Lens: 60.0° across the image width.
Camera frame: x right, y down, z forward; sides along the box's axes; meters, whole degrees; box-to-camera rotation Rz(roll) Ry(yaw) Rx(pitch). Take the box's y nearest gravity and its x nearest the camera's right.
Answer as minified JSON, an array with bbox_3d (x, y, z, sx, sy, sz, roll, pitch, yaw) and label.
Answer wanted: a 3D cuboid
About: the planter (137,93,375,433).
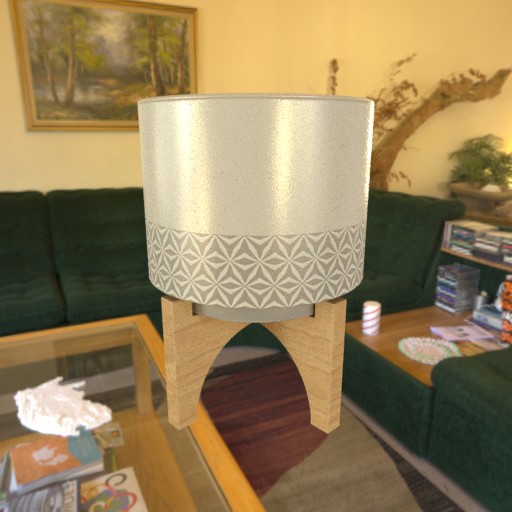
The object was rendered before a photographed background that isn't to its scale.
[{"bbox_3d":[0.000,0.000,0.524,0.249,0.343,0.249,0,15,0],"label":"planter"}]
